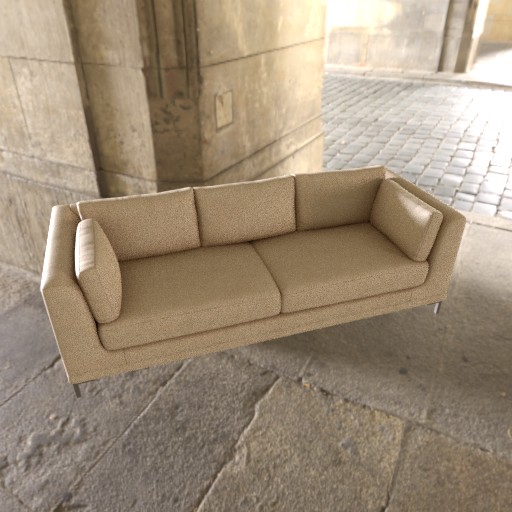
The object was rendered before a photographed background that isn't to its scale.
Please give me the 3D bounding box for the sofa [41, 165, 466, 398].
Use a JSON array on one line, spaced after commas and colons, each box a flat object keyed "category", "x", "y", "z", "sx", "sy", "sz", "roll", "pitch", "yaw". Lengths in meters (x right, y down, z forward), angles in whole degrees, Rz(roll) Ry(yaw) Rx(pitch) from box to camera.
[{"category": "sofa", "x": 0.000, "y": 0.000, "z": 2.912, "sx": 2.415, "sy": 0.867, "sz": 0.969, "roll": -10, "pitch": 33, "yaw": -15}]
